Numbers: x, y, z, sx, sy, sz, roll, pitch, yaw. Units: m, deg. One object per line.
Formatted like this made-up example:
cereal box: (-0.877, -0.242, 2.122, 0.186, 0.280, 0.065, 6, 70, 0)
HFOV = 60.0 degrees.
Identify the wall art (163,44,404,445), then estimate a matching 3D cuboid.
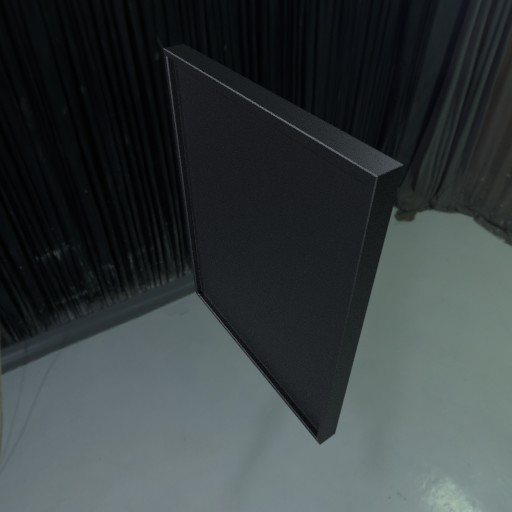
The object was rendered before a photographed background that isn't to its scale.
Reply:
wall art: (0.000, 0.000, 0.745, 0.039, 0.555, 0.449, -25, 48, -25)
